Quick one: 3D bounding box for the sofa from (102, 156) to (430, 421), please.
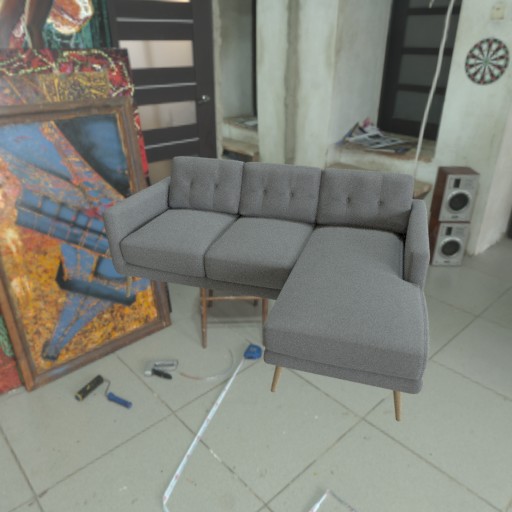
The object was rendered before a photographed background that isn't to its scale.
[{"bbox_3d":[0.000,0.000,2.800,2.040,0.860,1.530,8,27,16],"label":"sofa"}]
